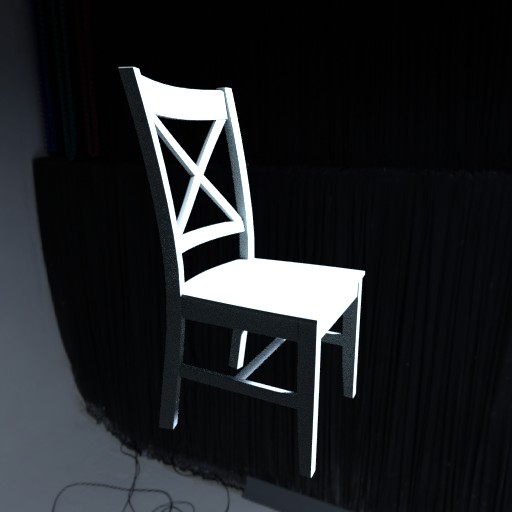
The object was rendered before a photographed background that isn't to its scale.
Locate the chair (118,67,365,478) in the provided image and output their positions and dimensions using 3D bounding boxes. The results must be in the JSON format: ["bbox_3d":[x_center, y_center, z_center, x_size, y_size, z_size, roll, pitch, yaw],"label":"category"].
[{"bbox_3d":[0.000,0.000,1.282,0.542,0.983,0.485,7,16,26],"label":"chair"}]
